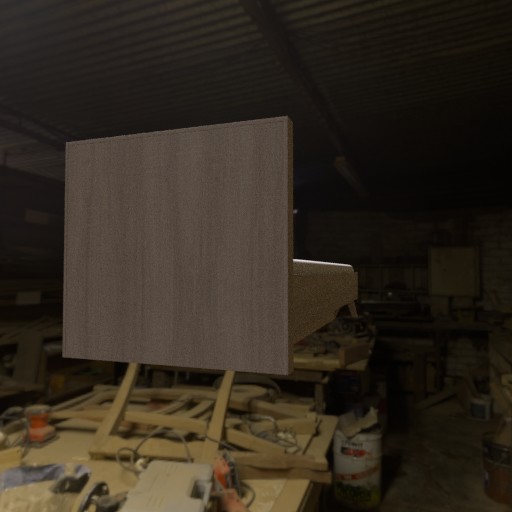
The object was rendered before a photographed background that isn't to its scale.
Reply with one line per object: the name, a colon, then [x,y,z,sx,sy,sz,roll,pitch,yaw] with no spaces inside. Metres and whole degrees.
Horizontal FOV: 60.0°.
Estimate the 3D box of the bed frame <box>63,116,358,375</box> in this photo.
bed frame: [0.000,0.000,2.742,0.990,0.920,2.140,-1,-2,19]
